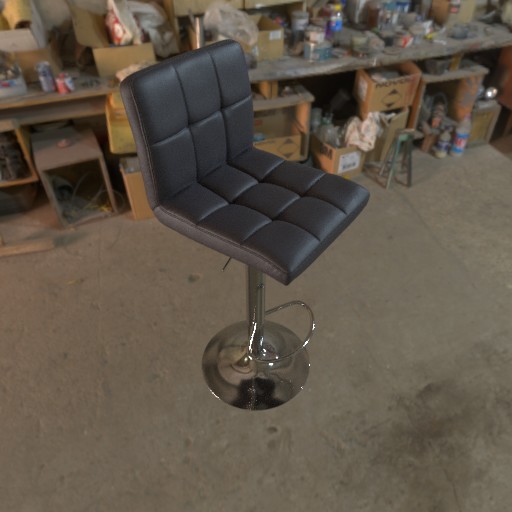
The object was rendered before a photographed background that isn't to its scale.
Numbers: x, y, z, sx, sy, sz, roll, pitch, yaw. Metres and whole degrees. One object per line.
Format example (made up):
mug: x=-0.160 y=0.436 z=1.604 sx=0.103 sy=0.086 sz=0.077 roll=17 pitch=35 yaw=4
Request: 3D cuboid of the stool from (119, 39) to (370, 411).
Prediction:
stool: x=0.000 y=0.000 z=1.379 sx=0.505 sy=1.115 sz=0.430 roll=26 pitch=48 yaw=27
